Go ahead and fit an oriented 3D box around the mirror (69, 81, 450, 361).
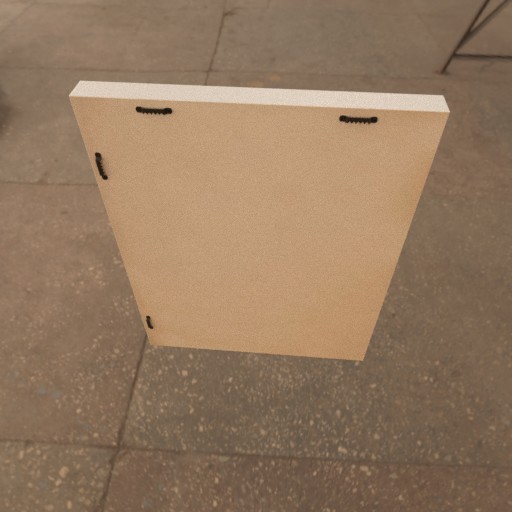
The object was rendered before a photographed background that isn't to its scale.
[{"bbox_3d":[0.000,0.000,0.667,0.406,0.509,0.041,4,47,3],"label":"mirror"}]
